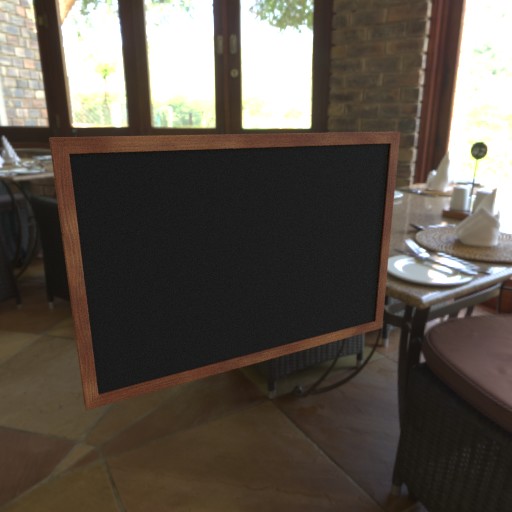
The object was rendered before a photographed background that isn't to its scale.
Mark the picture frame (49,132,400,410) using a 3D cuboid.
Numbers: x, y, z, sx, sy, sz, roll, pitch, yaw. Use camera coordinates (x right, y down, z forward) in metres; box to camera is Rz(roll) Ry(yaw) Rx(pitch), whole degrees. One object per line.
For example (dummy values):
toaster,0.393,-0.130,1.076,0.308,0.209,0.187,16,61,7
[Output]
picture frame,0.000,0.000,1.208,0.950,0.640,0.029,-9,19,-27
